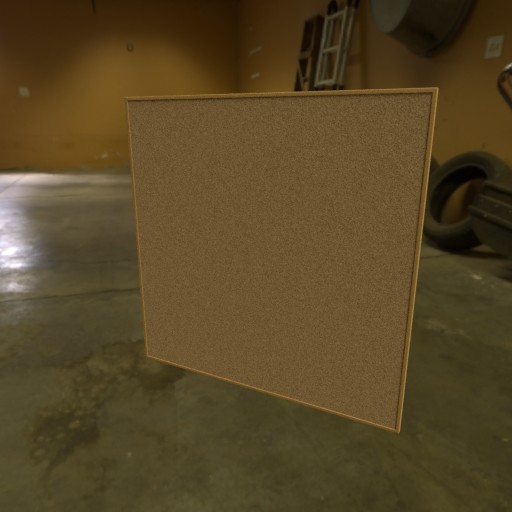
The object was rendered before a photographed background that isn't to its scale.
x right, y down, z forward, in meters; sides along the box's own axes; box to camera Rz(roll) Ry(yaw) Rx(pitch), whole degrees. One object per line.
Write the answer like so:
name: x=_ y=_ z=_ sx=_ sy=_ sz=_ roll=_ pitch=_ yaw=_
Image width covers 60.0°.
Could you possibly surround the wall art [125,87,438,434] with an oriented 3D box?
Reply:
wall art: x=0.000 y=0.000 z=0.950 sx=0.657 sy=0.655 sz=0.014 roll=9 pitch=19 yaw=26
